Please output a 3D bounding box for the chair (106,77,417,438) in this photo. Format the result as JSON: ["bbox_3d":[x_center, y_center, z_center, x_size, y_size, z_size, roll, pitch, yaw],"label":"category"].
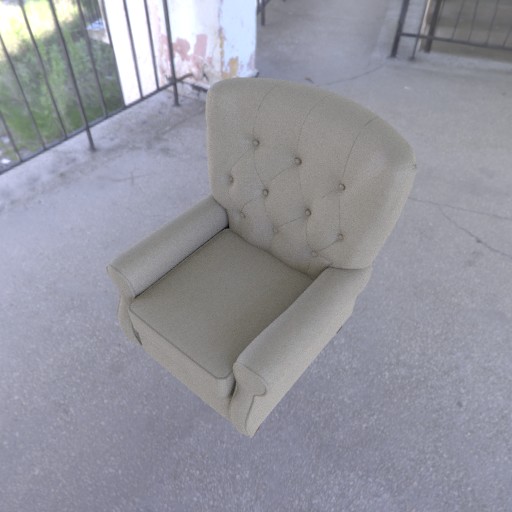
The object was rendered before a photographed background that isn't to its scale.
[{"bbox_3d":[0.000,0.000,1.916,0.943,1.158,1.059,31,54,26],"label":"chair"}]
